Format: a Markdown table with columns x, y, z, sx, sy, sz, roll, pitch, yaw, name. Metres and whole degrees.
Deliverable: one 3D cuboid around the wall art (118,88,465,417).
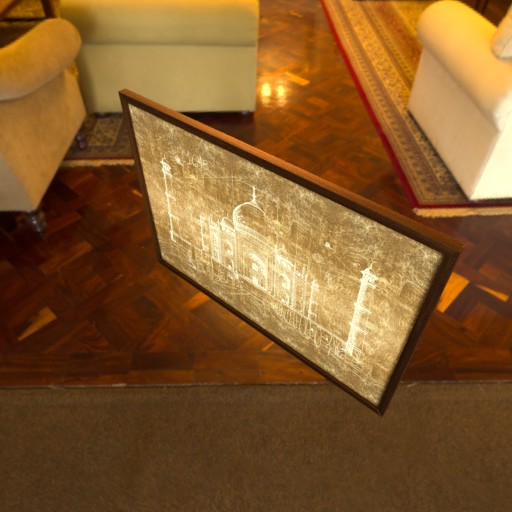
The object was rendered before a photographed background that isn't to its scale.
| x | y | z | sx | sy | sz | roll | pitch | yaw | name |
| --- | --- | --- | --- | --- | --- | --- | --- | --- | --- |
| 0.000 | 0.000 | 0.560 | 0.431 | 0.304 | 0.012 | 31 | 53 | 26 | wall art |
